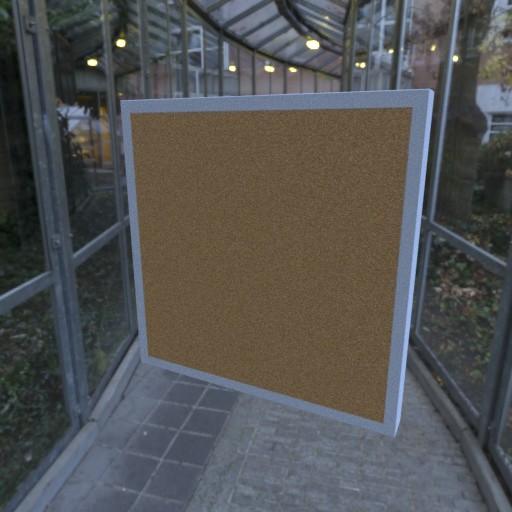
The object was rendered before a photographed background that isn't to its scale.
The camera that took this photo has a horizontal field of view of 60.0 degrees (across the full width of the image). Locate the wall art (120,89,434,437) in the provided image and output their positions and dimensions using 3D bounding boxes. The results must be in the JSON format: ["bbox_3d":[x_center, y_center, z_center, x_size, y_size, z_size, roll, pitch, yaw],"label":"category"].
[{"bbox_3d":[0.000,0.000,0.600,0.406,0.406,0.038,8,18,26],"label":"wall art"}]
